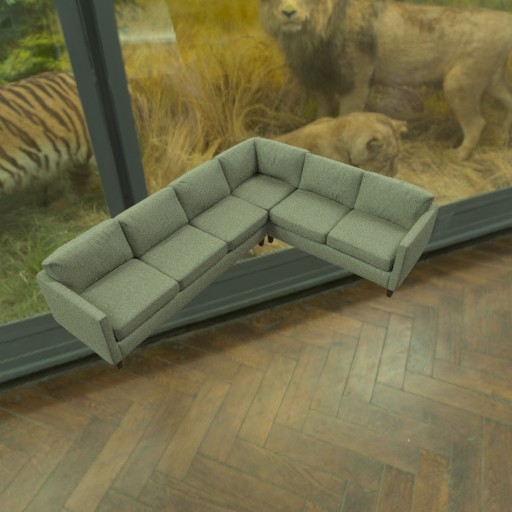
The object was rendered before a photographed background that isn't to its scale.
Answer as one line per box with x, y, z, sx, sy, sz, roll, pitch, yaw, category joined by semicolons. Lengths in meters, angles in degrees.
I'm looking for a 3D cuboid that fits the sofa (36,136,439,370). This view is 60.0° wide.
0.000;0.000;4.533;2.593;0.947;3.302;26;47;27;sofa
